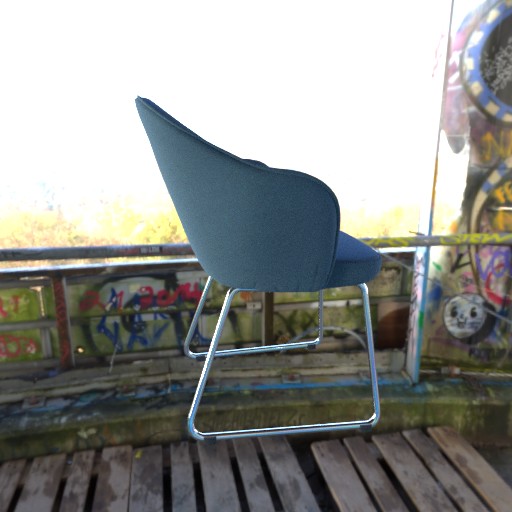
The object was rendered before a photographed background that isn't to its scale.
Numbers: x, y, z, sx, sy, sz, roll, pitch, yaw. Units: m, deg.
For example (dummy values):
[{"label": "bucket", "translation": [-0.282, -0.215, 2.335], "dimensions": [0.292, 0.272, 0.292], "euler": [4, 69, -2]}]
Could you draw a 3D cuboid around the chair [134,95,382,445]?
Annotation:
[{"label": "chair", "translation": [0.000, 0.000, 1.205], "dimensions": [0.585, 0.815, 0.570], "euler": [-3, 15, -10]}]
